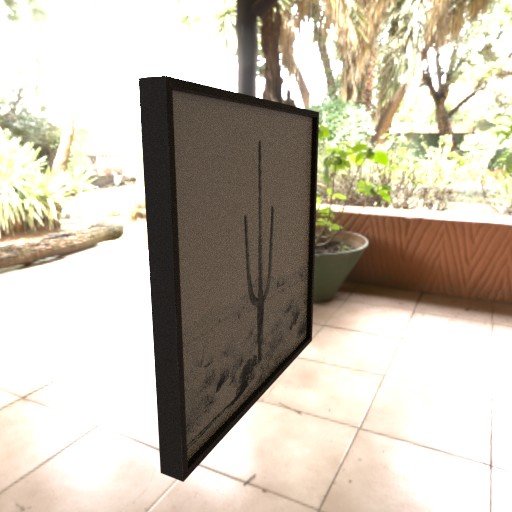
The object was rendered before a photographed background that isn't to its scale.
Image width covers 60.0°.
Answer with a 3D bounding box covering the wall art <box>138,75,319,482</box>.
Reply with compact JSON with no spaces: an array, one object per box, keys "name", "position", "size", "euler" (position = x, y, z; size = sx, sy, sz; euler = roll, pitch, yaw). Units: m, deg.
[{"name":"wall art","position":[0.000,0.000,0.761],"size":[0.038,0.508,0.508],"euler":[7,15,26]}]
